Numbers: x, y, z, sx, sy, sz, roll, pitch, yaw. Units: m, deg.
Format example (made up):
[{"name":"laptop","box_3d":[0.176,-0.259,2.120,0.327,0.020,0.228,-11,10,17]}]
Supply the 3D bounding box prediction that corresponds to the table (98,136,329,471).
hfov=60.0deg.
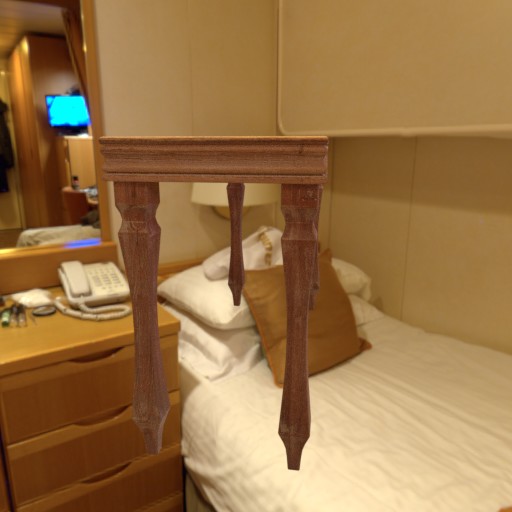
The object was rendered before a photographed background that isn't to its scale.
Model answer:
[{"name":"table","box_3d":[0.000,0.000,1.718,0.522,0.873,1.330,2,14,9]}]
